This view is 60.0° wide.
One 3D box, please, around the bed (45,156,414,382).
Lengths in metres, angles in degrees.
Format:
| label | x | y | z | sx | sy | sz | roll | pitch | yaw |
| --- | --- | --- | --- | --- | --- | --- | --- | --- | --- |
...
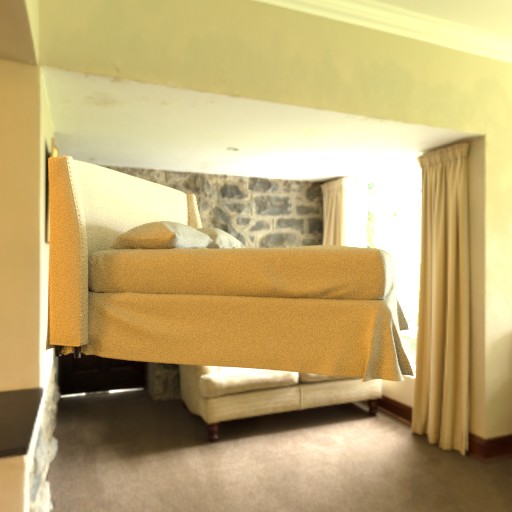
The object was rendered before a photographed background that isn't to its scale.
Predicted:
| label | x | y | z | sx | sy | sz | roll | pitch | yaw |
| --- | --- | --- | --- | --- | --- | --- | --- | --- | --- |
| bed | 0.000 | 0.000 | 3.441 | 2.276 | 1.332 | 1.925 | 0 | 0 | 18 |
